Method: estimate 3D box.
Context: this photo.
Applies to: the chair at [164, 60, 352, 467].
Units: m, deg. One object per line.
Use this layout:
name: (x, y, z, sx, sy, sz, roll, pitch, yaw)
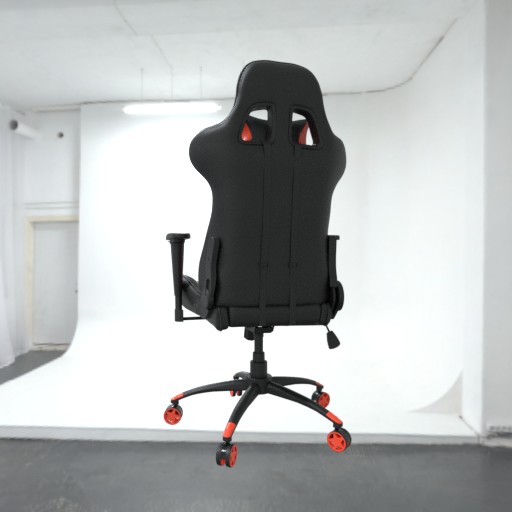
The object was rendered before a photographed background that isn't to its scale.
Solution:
chair: (0.000, 0.000, 1.721, 0.695, 1.282, 0.730, 0, 0, -17)
